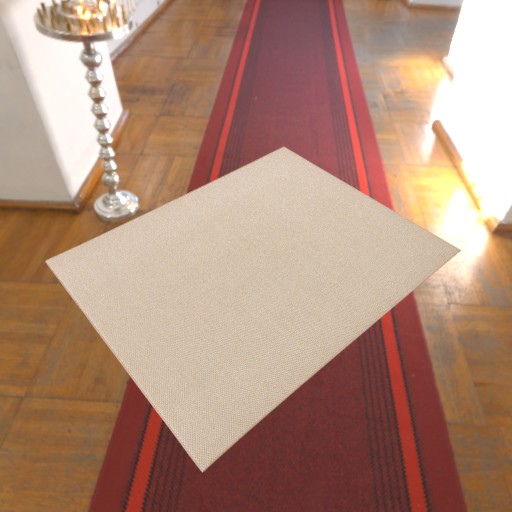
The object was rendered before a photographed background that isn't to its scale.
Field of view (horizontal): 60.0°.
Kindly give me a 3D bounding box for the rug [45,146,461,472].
[{"bbox_3d":[0.000,0.000,4.145,3.039,0.018,2.462,-32,53,-28],"label":"rug"}]
